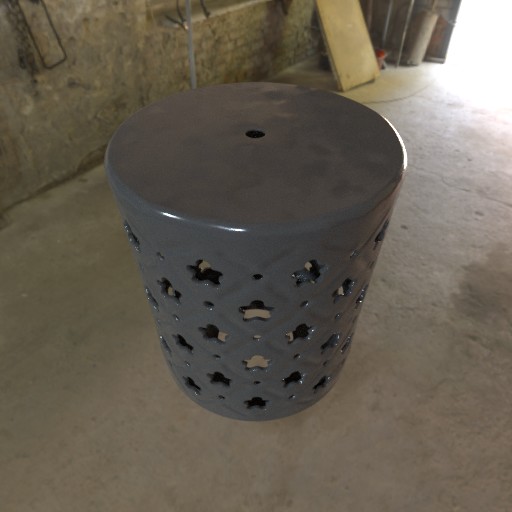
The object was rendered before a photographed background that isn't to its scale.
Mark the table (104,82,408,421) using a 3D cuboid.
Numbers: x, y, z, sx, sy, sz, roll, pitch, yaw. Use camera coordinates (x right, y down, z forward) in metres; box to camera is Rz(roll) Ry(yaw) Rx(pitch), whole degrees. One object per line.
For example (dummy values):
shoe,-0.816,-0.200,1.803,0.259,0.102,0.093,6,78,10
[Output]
table,0.000,0.000,0.649,0.352,0.387,0.352,0,42,0
